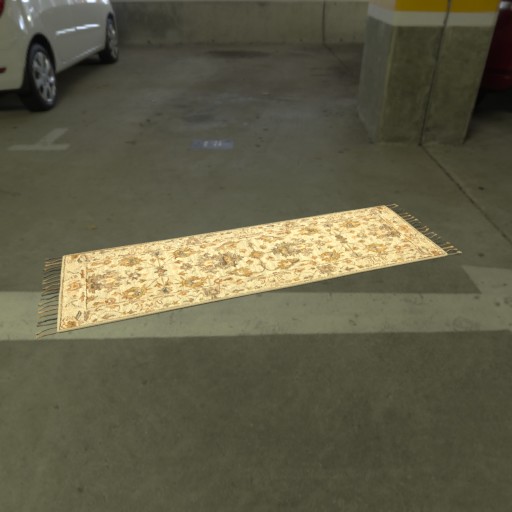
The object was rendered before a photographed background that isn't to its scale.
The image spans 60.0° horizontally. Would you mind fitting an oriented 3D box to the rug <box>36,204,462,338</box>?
[{"bbox_3d":[0.000,0.000,2.694,2.438,0.021,0.729,-10,34,-15],"label":"rug"}]
